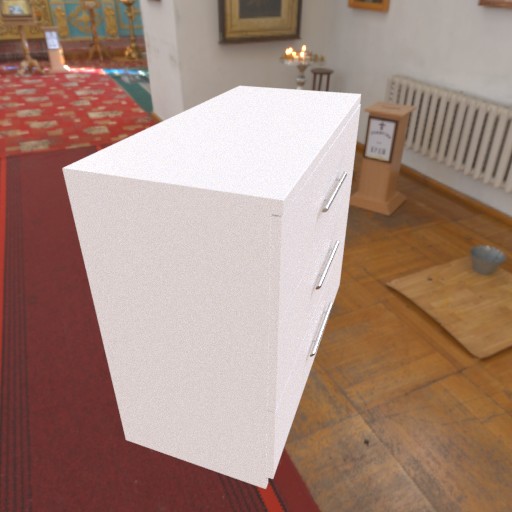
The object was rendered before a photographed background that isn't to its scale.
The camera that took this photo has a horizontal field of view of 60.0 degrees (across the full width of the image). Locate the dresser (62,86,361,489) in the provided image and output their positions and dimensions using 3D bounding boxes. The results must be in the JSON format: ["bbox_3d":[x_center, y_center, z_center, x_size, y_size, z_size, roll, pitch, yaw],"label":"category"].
[{"bbox_3d":[0.000,0.000,1.238,0.420,0.740,0.830,11,33,17],"label":"dresser"}]
